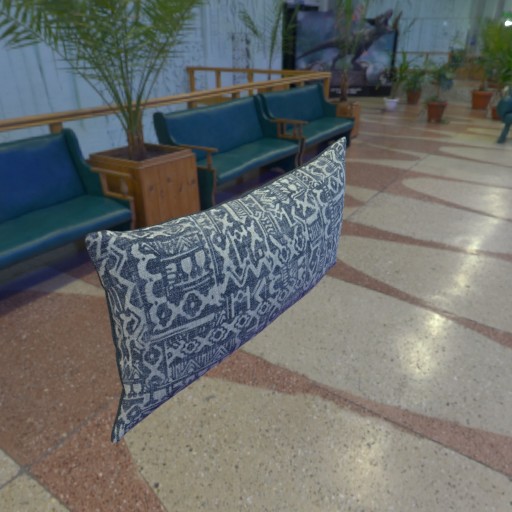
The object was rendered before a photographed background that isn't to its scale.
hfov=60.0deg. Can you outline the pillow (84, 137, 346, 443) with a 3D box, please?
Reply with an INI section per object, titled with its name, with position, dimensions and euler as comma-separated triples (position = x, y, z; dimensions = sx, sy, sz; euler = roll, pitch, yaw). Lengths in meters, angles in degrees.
[pillow]
position = 0.000, 0.000, 0.737
dimensions = 0.148, 0.292, 0.631
euler = 18, 32, 32
